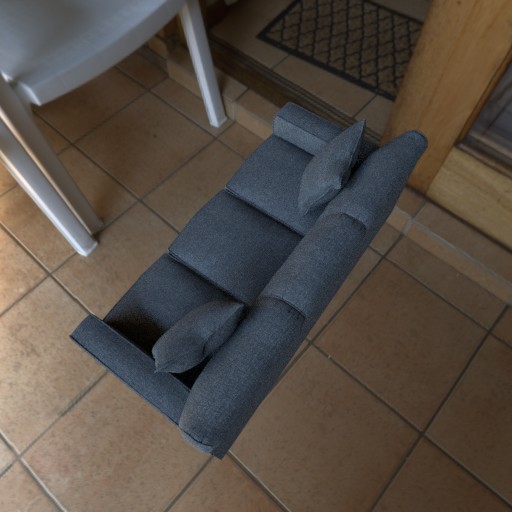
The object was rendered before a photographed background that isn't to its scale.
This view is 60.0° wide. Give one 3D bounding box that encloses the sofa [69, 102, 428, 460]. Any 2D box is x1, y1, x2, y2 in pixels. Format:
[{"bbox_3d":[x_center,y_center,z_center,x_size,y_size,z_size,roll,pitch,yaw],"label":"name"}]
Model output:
[{"bbox_3d":[0.000,0.000,2.622,0.997,0.958,2.024,33,68,15],"label":"sofa"}]
